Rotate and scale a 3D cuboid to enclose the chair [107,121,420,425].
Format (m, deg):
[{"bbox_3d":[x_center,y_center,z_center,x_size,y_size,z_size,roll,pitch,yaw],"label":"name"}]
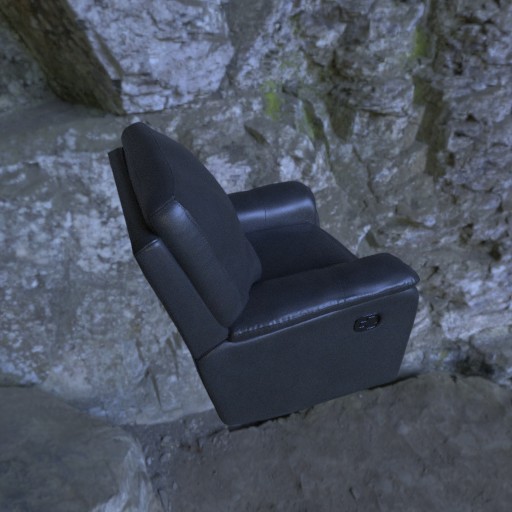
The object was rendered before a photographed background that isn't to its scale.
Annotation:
[{"bbox_3d":[0.000,0.000,1.976,1.087,1.109,1.096,-10,31,-17],"label":"chair"}]
